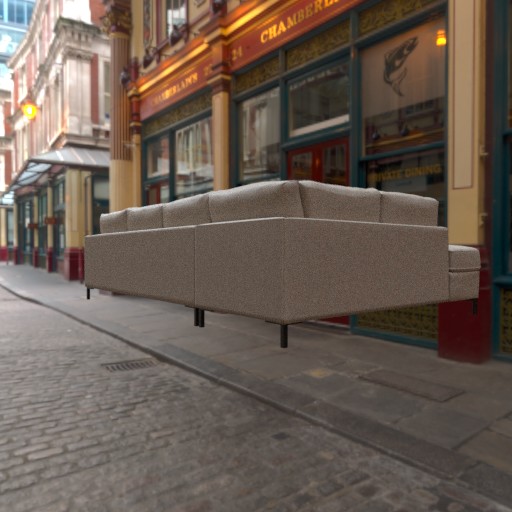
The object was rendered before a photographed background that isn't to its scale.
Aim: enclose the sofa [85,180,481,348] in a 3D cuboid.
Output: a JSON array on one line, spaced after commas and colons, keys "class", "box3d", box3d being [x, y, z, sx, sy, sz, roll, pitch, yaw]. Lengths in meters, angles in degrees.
[{"class": "sofa", "box3d": [0.000, 0.000, 3.133, 1.617, 0.703, 2.423, 0, 1, -39]}]
